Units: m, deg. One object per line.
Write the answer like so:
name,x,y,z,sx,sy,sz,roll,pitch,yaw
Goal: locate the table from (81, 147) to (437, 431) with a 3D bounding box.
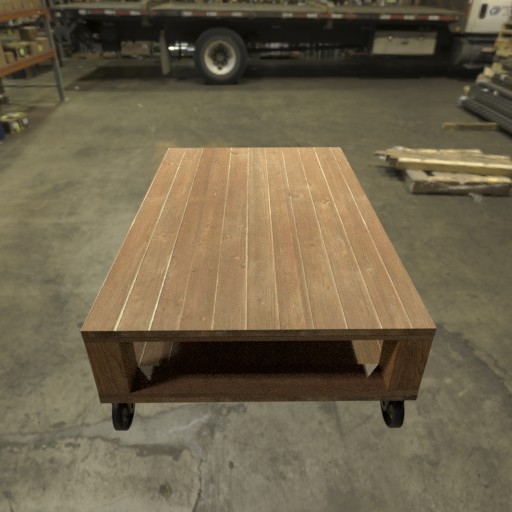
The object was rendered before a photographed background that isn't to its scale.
table,0.000,0.000,1.688,0.827,0.413,1.299,0,32,-1
